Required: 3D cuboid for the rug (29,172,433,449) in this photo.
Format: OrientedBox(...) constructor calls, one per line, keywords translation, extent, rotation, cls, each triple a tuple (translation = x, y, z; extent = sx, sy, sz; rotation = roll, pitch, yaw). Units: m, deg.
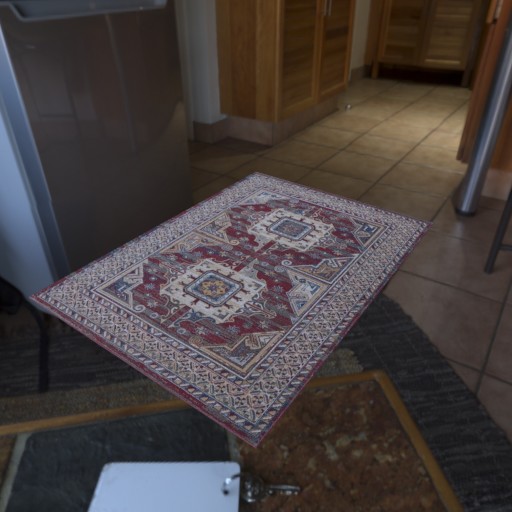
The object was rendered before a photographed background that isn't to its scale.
OrientedBox(translation=(0.000, 0.000, 2.881), extent=(1.599, 0.011, 2.210), rotation=(22, 40, 29), cls="rug")
